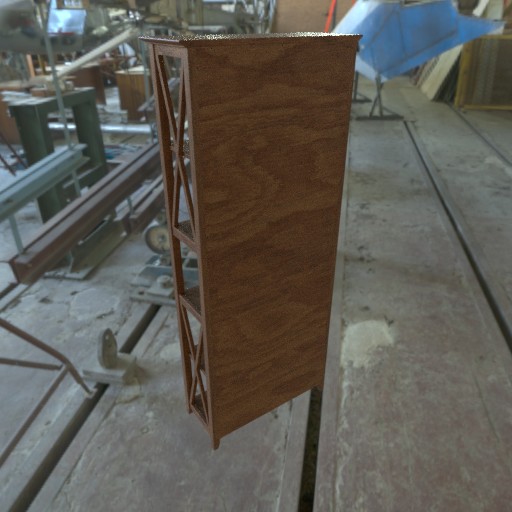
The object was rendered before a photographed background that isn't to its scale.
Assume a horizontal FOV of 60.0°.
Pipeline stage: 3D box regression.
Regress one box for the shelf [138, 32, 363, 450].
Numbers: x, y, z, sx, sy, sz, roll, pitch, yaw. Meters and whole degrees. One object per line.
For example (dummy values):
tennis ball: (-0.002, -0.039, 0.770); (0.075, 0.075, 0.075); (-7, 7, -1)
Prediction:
shelf: (0.000, 0.000, 2.138); (0.805, 1.905, 0.335); (-18, 33, -30)
